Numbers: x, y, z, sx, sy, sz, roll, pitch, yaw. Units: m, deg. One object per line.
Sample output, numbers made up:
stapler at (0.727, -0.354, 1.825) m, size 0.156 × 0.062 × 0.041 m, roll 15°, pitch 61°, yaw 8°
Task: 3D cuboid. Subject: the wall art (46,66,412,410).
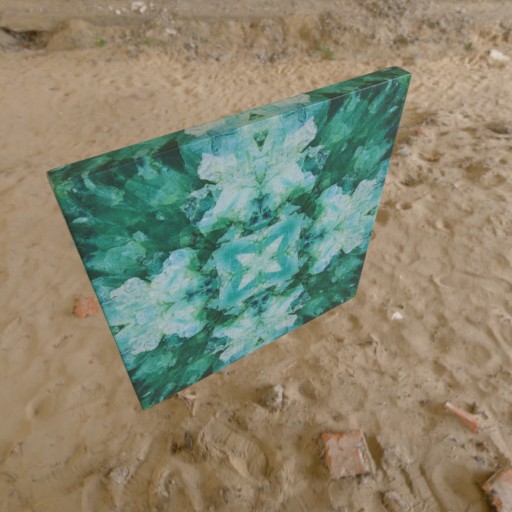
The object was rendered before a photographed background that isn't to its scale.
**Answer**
wall art at (0.000, 0.000, 0.733) m, size 0.507 × 0.508 × 0.038 m, roll -24°, pitch 50°, yaw -22°
